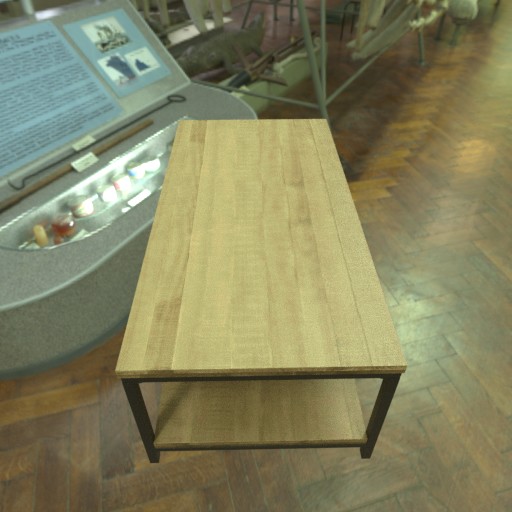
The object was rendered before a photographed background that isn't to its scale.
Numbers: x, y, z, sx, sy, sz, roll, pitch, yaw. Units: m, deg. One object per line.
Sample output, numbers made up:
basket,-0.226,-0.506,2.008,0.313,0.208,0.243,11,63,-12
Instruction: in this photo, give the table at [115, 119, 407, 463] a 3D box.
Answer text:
table,0.000,0.000,1.380,0.551,0.399,1.100,-1,41,-1
